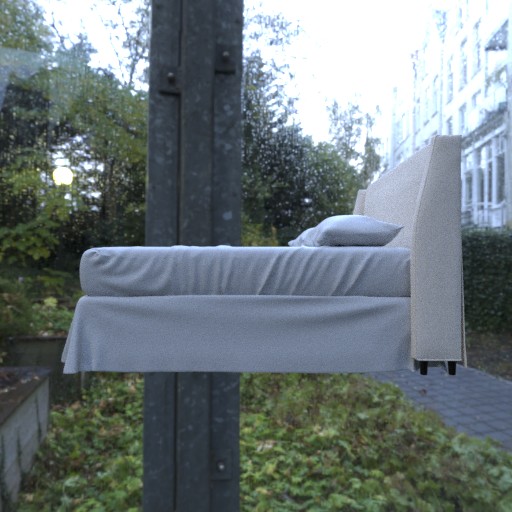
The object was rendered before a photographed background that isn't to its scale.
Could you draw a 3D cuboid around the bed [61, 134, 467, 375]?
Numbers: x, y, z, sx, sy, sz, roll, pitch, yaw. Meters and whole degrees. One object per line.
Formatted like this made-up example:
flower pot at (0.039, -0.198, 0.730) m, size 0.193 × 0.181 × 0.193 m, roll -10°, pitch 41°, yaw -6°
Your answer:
bed at (0.000, 0.000, 3.338) m, size 2.276 × 1.332 × 1.925 m, roll 0°, pitch -1°, yaw 0°
